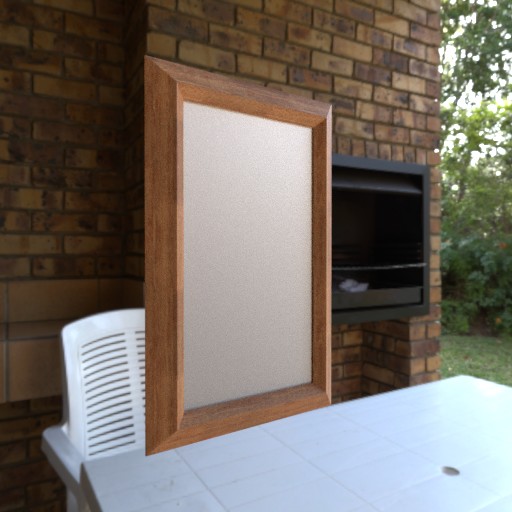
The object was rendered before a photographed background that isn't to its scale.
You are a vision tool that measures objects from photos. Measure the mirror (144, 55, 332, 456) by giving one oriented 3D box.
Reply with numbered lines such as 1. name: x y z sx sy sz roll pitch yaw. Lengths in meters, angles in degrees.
1. mirror: 0.000 0.000 1.283 0.651 1.010 0.047 0 1 -35
